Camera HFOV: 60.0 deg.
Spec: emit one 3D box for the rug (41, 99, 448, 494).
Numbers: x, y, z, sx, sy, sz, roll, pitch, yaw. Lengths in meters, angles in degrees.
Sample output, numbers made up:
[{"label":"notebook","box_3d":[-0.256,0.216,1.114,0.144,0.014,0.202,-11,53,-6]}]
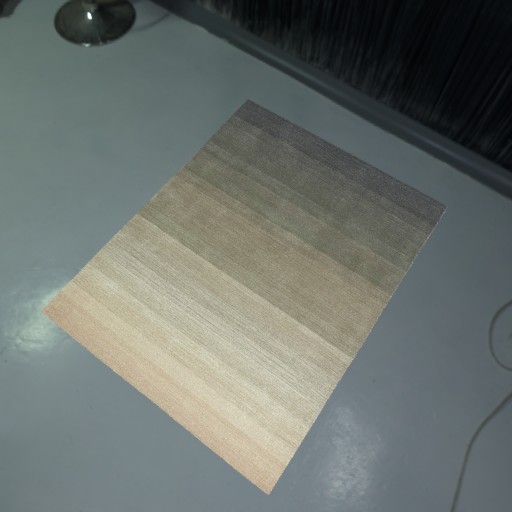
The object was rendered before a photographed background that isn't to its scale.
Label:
[{"label":"rug","box_3d":[0.000,0.000,3.914,2.315,0.015,2.932,33,68,15]}]
